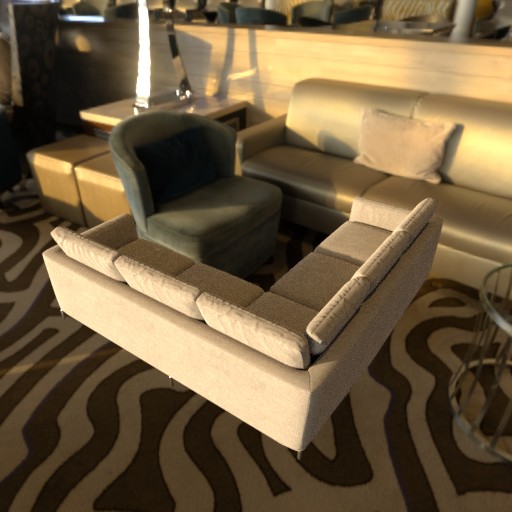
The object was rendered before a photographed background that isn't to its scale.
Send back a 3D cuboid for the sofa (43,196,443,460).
[{"bbox_3d":[0.000,0.000,3.785,2.438,0.864,2.438,20,37,29],"label":"sofa"}]
